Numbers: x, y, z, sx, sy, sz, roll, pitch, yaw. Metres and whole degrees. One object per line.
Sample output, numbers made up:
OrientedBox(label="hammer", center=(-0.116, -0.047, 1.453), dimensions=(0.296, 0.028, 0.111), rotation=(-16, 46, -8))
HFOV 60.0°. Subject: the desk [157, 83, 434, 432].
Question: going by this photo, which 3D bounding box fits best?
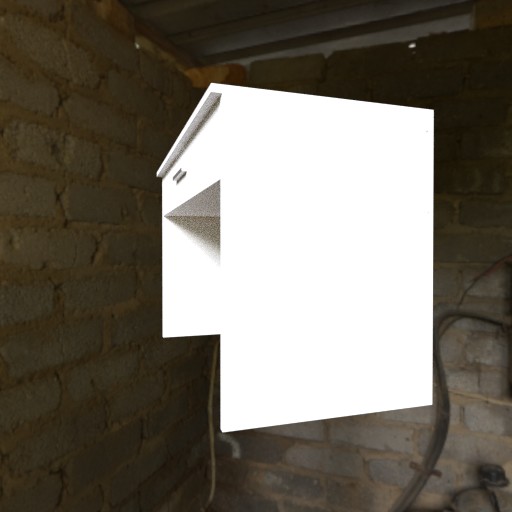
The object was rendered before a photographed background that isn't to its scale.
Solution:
OrientedBox(label="desk", center=(0.000, 0.000, 1.532), dimensions=(0.560, 0.730, 1.100), rotation=(0, 1, -18))
